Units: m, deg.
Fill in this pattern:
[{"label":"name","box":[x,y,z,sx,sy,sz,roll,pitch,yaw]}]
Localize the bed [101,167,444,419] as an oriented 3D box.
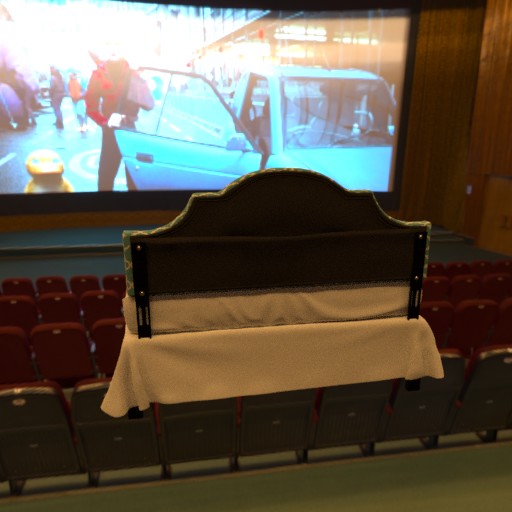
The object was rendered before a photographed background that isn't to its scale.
[{"label":"bed","box":[0.000,0.000,3.769,2.314,1.601,2.222,-3,15,-9]}]
